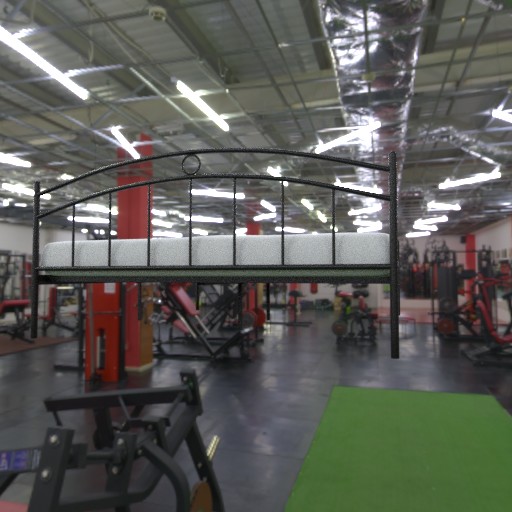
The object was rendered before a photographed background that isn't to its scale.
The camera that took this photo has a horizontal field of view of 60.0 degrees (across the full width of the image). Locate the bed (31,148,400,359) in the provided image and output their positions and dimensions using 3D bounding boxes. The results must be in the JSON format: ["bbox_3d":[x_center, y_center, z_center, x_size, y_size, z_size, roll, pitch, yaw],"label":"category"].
[{"bbox_3d":[0.000,0.000,3.062,1.880,0.940,2.040,-1,-3,18],"label":"bed"}]
